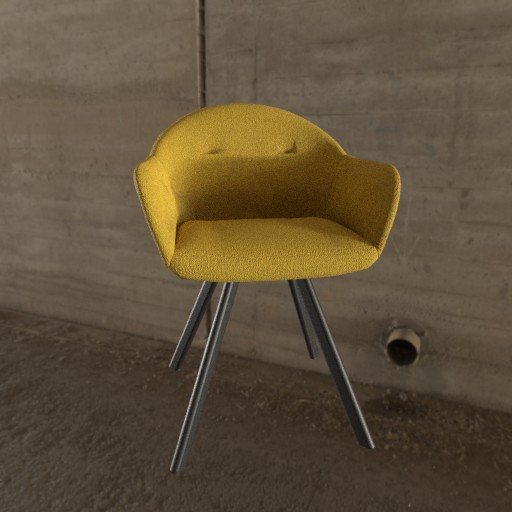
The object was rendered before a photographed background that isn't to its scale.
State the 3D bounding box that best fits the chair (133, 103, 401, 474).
[{"bbox_3d":[0.000,0.000,1.133,0.545,0.775,0.565,-2,15,-9],"label":"chair"}]
